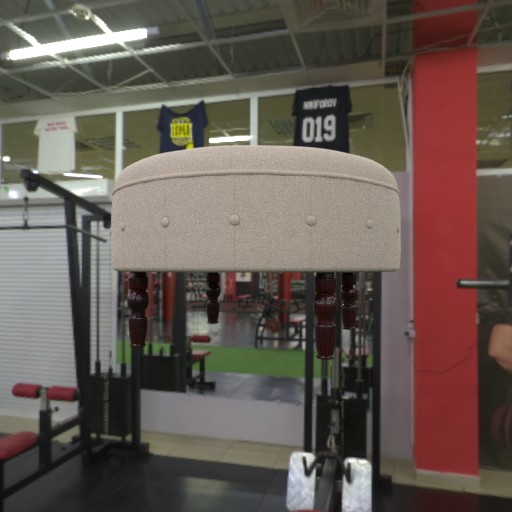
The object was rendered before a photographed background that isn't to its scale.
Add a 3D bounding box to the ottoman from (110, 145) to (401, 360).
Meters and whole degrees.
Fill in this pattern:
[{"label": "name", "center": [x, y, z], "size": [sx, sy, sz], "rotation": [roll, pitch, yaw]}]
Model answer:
[{"label": "ottoman", "center": [0.000, 0.000, 1.366], "size": [0.848, 0.494, 0.848], "rotation": [0, -1, 0]}]
